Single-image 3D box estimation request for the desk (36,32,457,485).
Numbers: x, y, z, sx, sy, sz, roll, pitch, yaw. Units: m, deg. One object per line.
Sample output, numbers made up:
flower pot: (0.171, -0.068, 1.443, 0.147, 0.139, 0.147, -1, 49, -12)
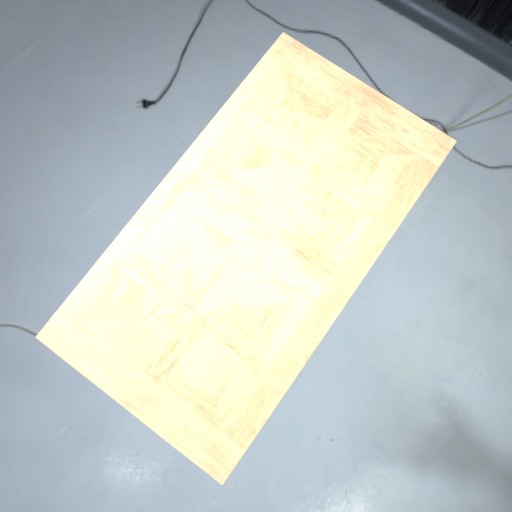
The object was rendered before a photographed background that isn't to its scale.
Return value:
desk: (0.000, 0.000, 1.991, 0.813, 0.762, 1.499, 35, 80, 7)
